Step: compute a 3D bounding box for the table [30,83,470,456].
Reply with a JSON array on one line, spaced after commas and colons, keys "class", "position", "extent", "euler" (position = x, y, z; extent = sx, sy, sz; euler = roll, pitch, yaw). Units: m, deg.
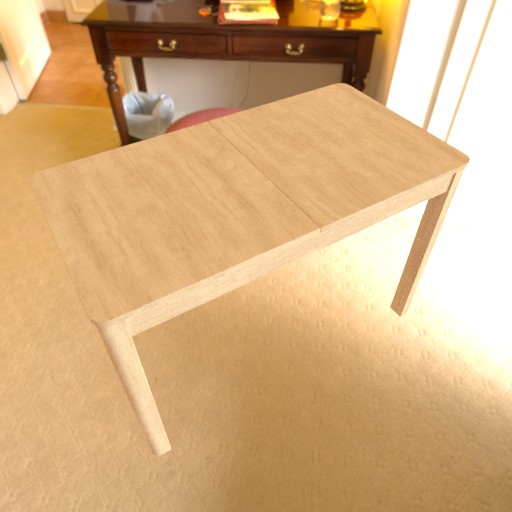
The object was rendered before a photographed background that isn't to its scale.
[{"class": "table", "position": [0.000, 0.000, 1.887], "extent": [1.400, 0.900, 0.750], "euler": [-24, 50, -21]}]
